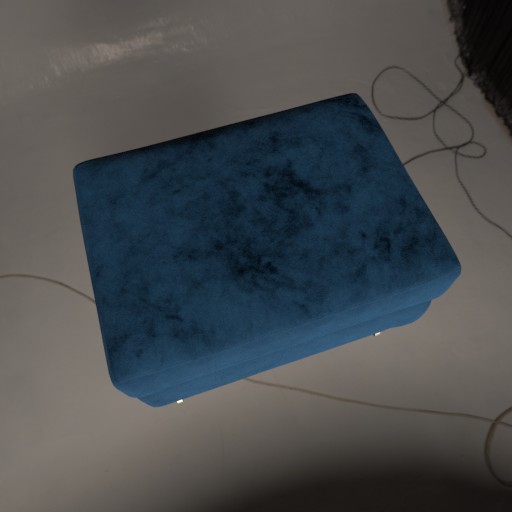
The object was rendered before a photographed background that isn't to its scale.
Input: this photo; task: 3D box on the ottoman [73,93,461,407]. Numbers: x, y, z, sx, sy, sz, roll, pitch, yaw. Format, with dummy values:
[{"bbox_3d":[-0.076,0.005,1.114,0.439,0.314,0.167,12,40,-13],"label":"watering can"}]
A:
[{"bbox_3d":[0.000,0.000,1.175,0.773,0.503,0.572,-17,65,-8],"label":"ottoman"}]
